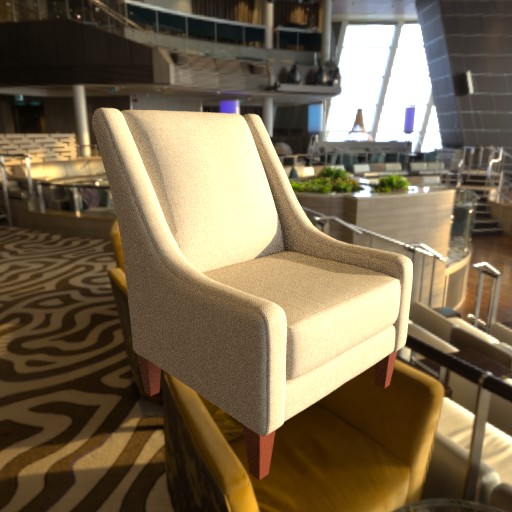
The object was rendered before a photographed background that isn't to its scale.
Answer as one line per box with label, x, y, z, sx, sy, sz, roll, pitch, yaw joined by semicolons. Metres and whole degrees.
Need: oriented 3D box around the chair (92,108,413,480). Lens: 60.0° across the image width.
chair;0.000;0.000;1.592;0.774;1.014;0.870;-14;21;-42
